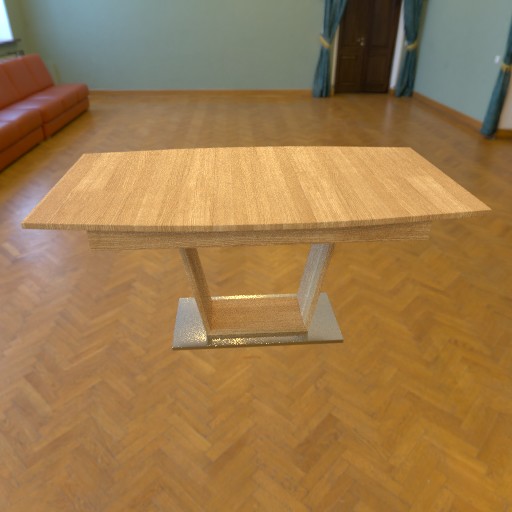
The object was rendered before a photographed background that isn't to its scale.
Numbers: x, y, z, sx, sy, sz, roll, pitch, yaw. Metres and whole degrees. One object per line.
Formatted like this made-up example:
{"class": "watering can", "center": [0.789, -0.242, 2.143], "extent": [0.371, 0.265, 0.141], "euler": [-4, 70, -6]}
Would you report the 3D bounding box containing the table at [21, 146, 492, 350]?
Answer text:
{"class": "table", "center": [0.000, 0.000, 2.016], "extent": [1.598, 0.748, 0.900], "euler": [-2, 30, -3]}
